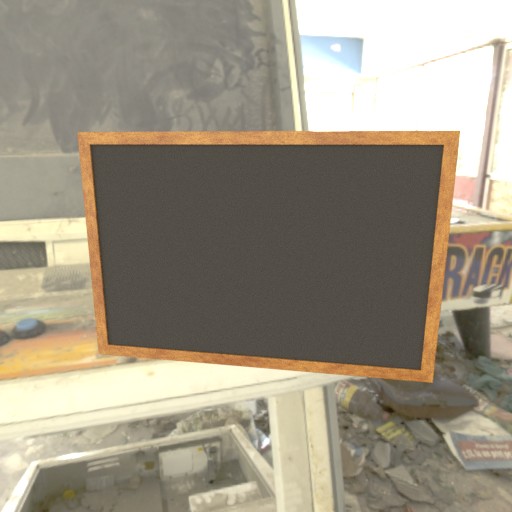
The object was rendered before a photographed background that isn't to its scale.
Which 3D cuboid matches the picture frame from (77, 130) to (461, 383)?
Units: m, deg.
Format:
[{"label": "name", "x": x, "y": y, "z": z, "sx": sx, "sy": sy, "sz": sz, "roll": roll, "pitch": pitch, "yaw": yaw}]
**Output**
[{"label": "picture frame", "x": 0.000, "y": 0.000, "z": 1.146, "sx": 0.922, "sy": 0.621, "sz": 0.029, "roll": 2, "pitch": 15, "yaw": 10}]
